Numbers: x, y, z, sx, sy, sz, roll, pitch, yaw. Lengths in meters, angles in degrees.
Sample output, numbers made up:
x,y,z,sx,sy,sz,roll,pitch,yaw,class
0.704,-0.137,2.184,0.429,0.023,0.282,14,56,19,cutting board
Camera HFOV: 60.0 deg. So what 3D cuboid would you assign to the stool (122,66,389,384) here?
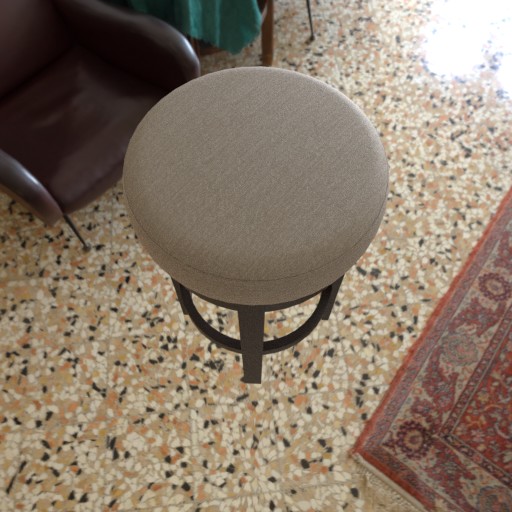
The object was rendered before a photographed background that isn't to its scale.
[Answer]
x,y,z,sx,sy,sz,roll,pitch,yaw,class
0.000,0.000,1.026,0.443,0.757,0.443,0,64,0,stool
